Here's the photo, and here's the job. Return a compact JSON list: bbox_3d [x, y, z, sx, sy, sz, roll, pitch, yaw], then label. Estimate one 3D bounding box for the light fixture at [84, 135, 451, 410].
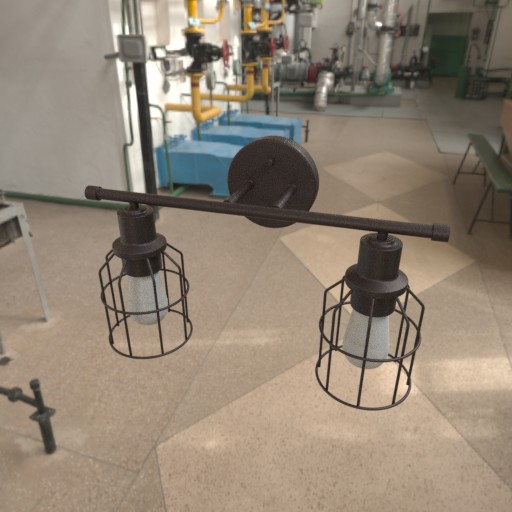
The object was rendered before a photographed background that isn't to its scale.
[{"bbox_3d":[0.000,0.000,0.535,0.406,0.254,0.165,8,28,15],"label":"light fixture"}]
